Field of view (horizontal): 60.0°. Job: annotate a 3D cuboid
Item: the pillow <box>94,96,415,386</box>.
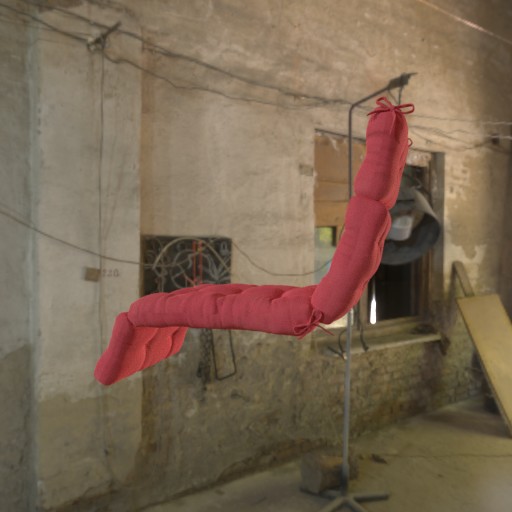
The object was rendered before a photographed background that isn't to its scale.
[{"bbox_3d":[0.000,0.000,1.528,1.016,0.863,0.526,1,2,19],"label":"pillow"}]
